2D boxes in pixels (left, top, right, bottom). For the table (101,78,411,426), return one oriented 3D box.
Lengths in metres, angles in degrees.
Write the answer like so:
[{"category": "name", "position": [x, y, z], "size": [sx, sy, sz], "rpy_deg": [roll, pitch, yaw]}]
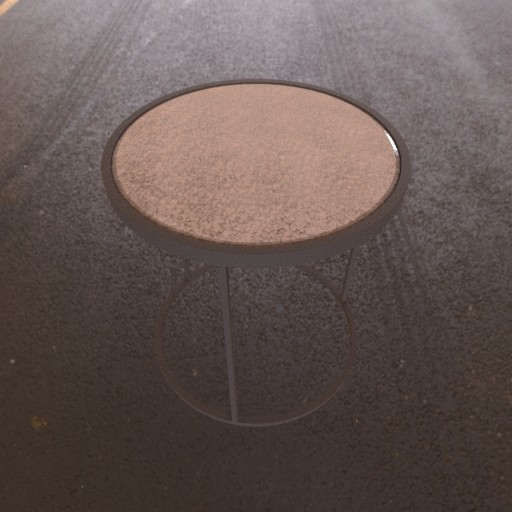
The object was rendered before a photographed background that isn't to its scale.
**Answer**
[{"category": "table", "position": [0.000, 0.000, 0.870], "size": [0.470, 0.498, 0.470], "rpy_deg": [0, 46, 0]}]
